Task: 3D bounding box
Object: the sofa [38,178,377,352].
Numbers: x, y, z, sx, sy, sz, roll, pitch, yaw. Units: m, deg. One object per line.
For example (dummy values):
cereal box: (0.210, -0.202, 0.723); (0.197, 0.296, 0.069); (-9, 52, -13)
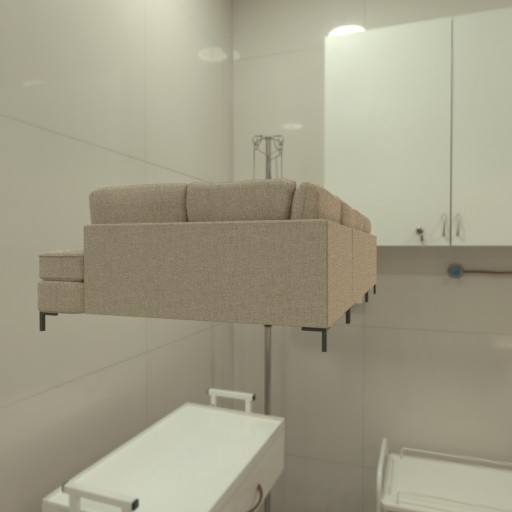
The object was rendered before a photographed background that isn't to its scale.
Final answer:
sofa: (0.000, 0.000, 4.320); (2.021, 0.996, 3.423); (0, 1, 20)
